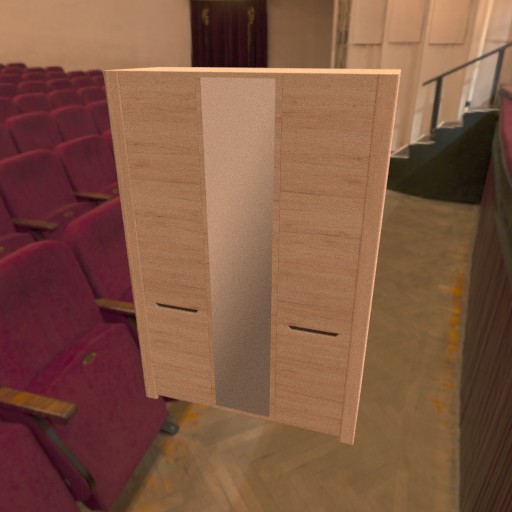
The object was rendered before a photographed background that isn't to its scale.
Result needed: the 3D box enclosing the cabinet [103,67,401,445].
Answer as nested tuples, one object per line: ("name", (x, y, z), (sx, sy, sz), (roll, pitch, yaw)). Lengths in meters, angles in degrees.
("cabinet", (0.000, 0.000, 2.673), (1.400, 2.070, 0.580), (7, 26, 16))
